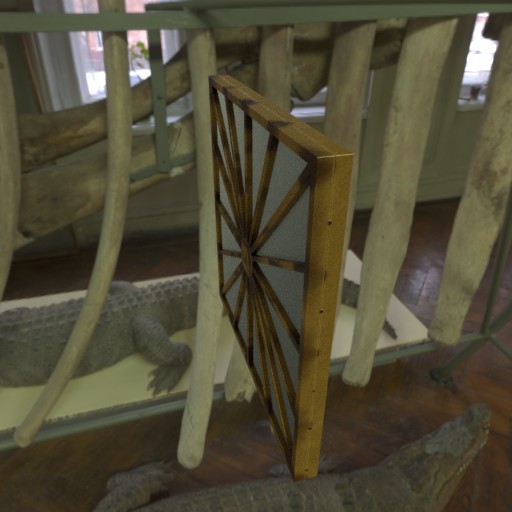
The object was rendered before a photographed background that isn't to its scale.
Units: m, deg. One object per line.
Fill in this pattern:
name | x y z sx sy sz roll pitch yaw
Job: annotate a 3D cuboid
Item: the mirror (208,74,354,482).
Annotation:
mirror | 0.000 0.000 0.757 0.042 0.507 0.509 -9 32 -14
